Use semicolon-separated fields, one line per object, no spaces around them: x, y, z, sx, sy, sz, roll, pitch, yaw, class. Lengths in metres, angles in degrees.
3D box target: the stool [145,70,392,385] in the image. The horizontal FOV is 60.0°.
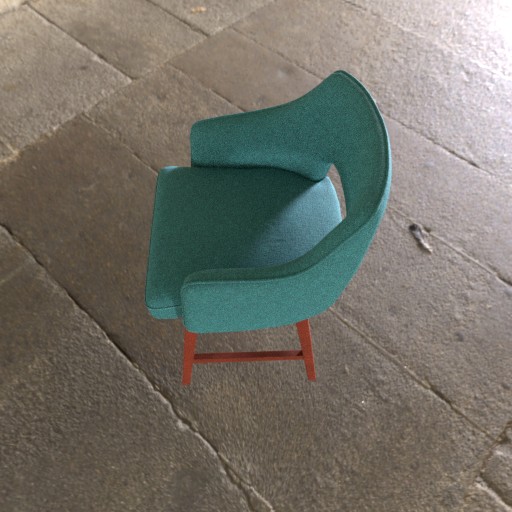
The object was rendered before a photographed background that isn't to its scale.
0.000;0.000;1.303;0.556;0.961;0.548;-2;58;-1;stool
